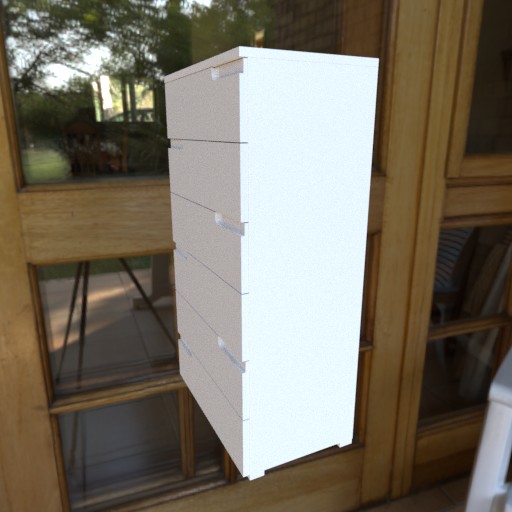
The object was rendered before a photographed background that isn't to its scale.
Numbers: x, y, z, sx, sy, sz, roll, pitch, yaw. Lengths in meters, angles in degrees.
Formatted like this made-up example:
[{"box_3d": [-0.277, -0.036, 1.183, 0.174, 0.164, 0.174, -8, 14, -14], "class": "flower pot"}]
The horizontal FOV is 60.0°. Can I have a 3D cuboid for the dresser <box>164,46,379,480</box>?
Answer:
[{"box_3d": [0.000, 0.000, 1.518, 0.400, 1.190, 0.650, -8, 17, -25], "class": "dresser"}]
